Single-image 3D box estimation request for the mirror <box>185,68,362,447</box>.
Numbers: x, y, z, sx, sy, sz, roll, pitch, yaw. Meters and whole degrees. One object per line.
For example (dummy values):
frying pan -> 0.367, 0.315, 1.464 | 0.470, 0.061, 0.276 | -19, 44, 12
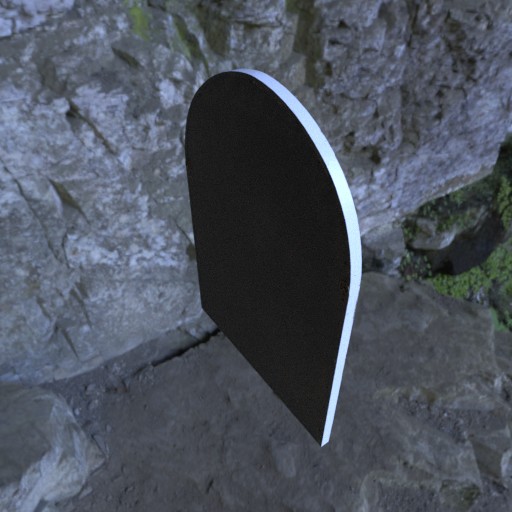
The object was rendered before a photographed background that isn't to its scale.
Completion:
mirror -> 0.000, 0.000, 1.158 | 0.032, 0.920, 0.660 | -24, 45, -27
